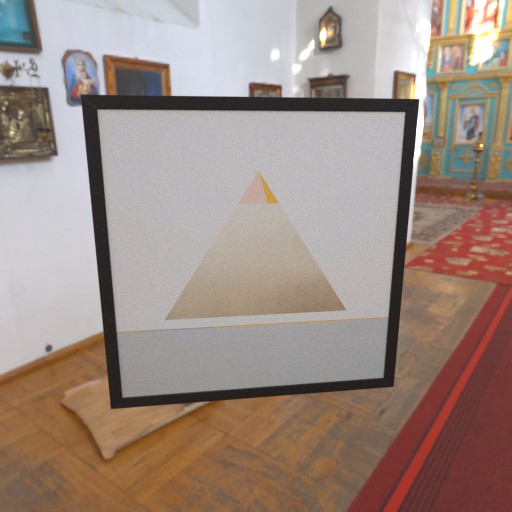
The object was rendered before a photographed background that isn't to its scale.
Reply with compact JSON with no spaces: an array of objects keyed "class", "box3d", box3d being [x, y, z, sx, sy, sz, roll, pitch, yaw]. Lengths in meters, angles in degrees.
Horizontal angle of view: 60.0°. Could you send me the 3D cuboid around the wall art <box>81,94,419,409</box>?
[{"class":"wall art","box3d":[0.000,0.000,0.451,0.304,0.303,0.037,-2,15,-8]}]
